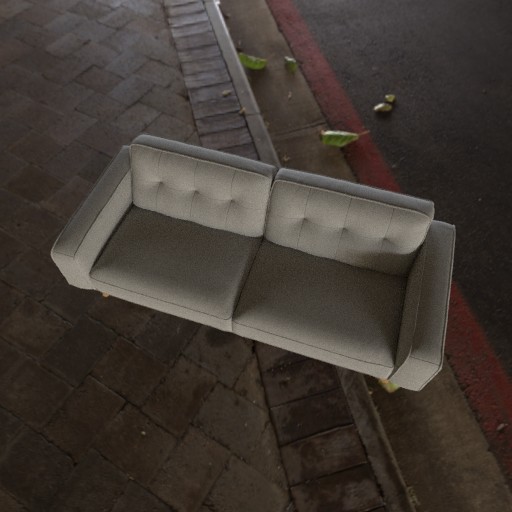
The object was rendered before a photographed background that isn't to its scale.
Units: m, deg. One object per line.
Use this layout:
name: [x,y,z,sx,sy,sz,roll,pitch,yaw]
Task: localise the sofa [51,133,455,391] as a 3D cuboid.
sofa: [0.000,0.000,2.768,2.270,0.781,0.956,15,58,10]
